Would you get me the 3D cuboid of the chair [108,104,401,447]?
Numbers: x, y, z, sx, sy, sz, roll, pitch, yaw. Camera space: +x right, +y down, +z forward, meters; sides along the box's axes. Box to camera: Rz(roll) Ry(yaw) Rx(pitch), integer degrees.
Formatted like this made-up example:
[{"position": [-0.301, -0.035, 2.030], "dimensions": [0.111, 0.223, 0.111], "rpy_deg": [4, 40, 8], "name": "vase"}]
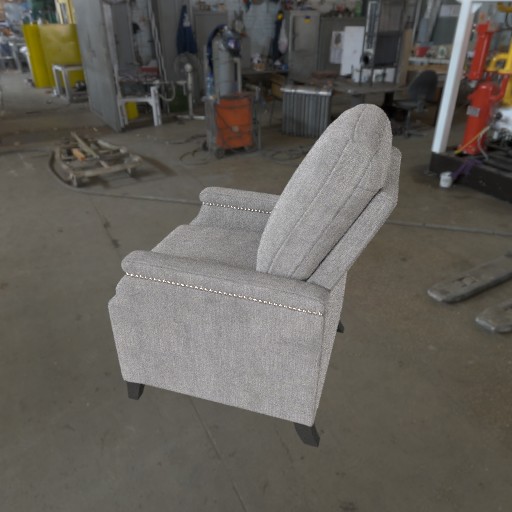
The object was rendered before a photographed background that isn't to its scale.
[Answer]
[{"position": [0.000, 0.000, 1.654], "dimensions": [0.922, 1.049, 0.710], "rpy_deg": [9, 30, 15], "name": "chair"}]
